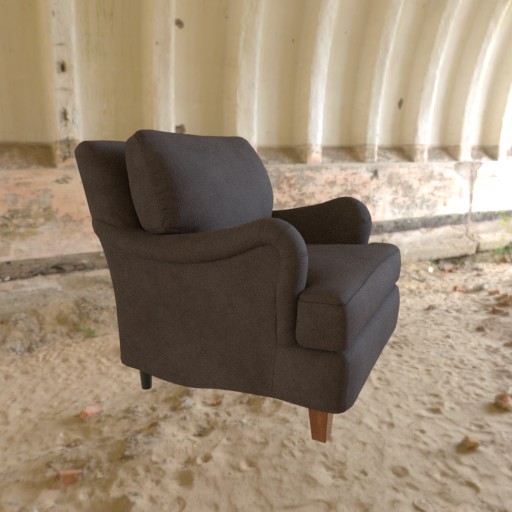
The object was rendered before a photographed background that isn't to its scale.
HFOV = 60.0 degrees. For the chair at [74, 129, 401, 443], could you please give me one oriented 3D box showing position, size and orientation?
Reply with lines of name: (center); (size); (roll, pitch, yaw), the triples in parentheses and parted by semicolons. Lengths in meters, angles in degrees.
chair: (0.000, 0.000, 1.847); (1.070, 0.997, 0.955); (6, 14, 26)
